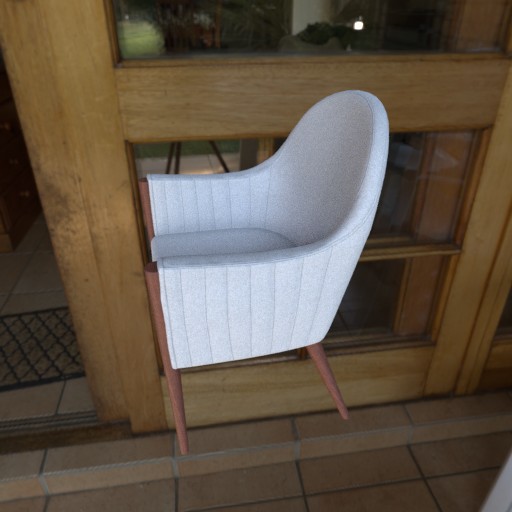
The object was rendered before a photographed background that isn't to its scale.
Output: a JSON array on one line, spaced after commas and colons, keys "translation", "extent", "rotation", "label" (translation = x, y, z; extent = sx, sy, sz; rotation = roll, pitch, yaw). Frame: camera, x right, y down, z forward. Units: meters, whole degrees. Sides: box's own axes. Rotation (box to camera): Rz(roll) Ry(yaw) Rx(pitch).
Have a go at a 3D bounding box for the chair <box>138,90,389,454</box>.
[{"translation": [0.000, 0.000, 1.300], "extent": [0.620, 0.889, 0.610], "rotation": [-7, 31, -12], "label": "chair"}]
